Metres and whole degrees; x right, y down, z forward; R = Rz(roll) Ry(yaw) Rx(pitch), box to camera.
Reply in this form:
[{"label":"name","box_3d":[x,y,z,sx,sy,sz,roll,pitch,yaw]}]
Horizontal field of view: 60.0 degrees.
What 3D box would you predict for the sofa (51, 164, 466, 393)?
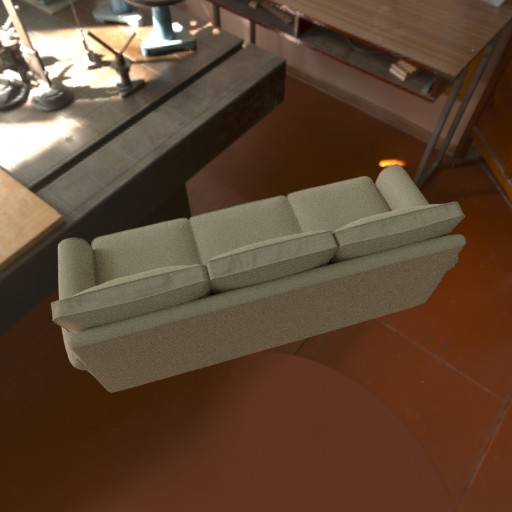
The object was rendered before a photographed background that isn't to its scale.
[{"label":"sofa","box_3d":[0.000,0.000,2.807,2.354,0.948,0.966,-14,57,-9]}]
